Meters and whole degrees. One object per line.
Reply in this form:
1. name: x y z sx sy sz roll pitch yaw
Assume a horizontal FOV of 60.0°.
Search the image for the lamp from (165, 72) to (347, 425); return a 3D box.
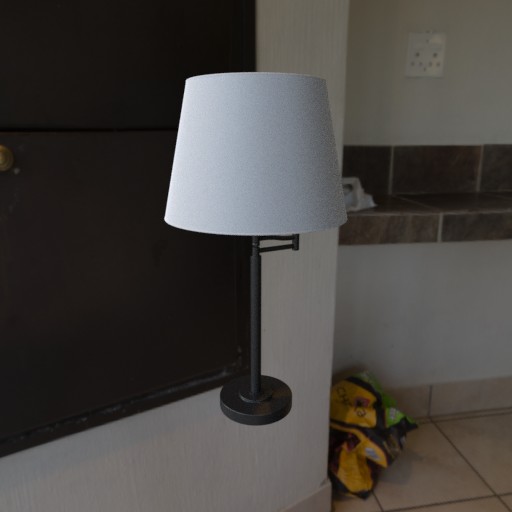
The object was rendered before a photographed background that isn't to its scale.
1. lamp: 0.000 0.000 0.919 0.363 0.696 0.363 0 15 0
